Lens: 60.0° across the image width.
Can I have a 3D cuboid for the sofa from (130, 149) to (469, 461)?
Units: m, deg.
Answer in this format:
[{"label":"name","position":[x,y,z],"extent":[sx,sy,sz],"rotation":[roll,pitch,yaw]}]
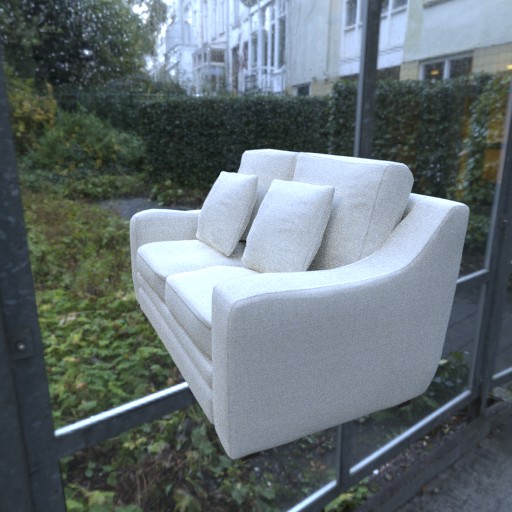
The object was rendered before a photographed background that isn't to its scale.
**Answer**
[{"label":"sofa","position":[0.000,0.000,2.313],"extent":[1.040,1.047,1.744],"rotation":[-8,18,-24]}]
